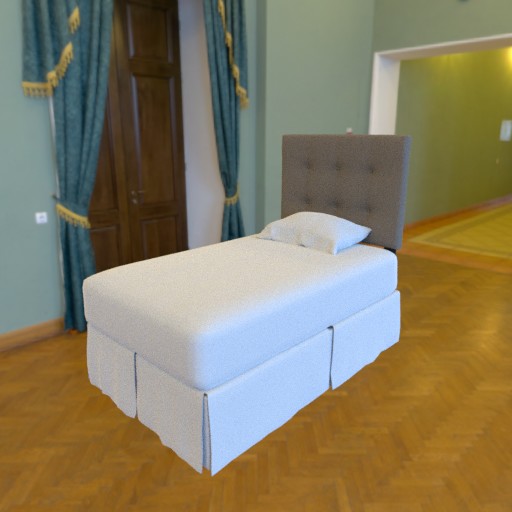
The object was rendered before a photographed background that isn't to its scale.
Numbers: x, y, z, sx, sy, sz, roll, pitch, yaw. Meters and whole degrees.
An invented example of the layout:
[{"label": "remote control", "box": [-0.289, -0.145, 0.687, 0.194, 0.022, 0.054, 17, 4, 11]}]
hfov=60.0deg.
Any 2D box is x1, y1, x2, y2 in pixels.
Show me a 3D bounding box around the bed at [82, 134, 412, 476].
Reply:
[{"label": "bed", "box": [0.000, 0.000, 2.985, 1.261, 1.571, 1.997, 15, 21, 42]}]
